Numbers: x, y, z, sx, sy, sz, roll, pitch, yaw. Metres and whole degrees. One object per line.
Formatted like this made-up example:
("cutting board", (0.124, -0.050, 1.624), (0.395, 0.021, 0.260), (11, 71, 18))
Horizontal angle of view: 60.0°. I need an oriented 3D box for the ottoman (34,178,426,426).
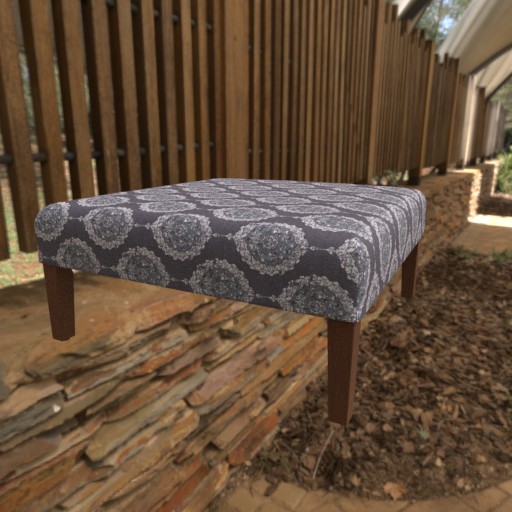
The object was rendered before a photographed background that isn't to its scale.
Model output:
("ottoman", (0.000, 0.000, 1.401), (0.890, 0.409, 0.889), (8, 17, 27))
